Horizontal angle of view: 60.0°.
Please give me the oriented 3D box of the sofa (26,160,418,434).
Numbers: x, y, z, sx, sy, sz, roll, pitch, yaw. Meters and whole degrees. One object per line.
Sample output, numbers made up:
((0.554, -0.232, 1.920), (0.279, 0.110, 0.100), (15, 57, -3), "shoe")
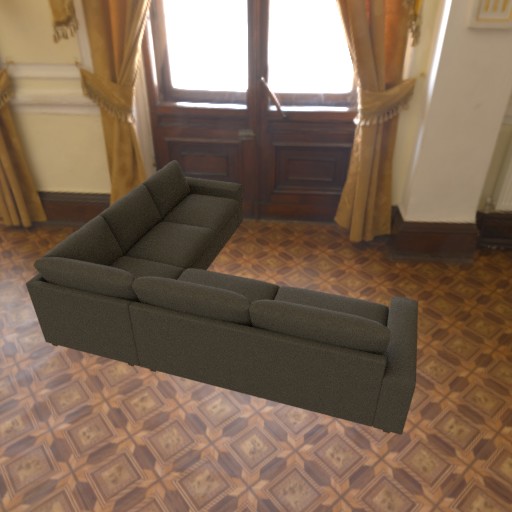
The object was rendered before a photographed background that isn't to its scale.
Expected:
((0.000, 0.000, 4.728), (3.277, 0.965, 2.895), (10, 34, 15), "sofa")
